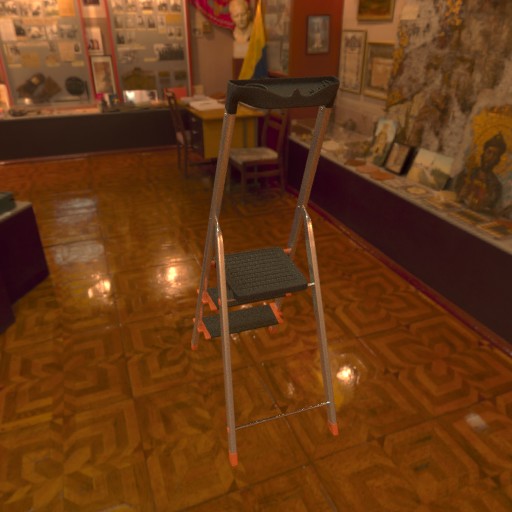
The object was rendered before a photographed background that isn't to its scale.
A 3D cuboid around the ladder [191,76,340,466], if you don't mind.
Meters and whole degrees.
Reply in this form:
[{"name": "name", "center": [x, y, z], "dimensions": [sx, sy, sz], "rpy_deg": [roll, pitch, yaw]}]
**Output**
[{"name": "ladder", "center": [0.000, 0.000, 1.584], "dimensions": [0.416, 1.229, 0.686], "rpy_deg": [-9, 29, -17]}]
